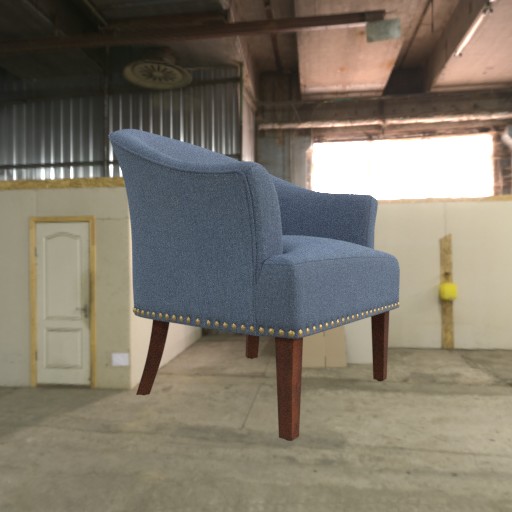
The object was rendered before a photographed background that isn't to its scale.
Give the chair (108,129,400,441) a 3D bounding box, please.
[{"bbox_3d":[0.000,0.000,1.397,0.704,0.815,0.772,0,1,36],"label":"chair"}]
